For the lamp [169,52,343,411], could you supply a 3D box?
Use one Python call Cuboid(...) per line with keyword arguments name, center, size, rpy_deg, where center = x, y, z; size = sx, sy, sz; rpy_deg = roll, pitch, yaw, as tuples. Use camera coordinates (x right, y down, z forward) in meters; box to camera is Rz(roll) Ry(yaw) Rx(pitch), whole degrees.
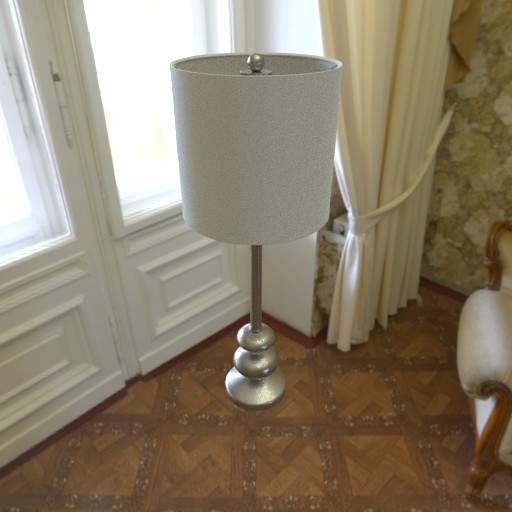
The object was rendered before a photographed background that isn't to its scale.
Cuboid(name="lamp", center=(0.000, 0.000, 0.825), size=(0.254, 0.690, 0.254), rpy_deg=(-1, 31, -1))
